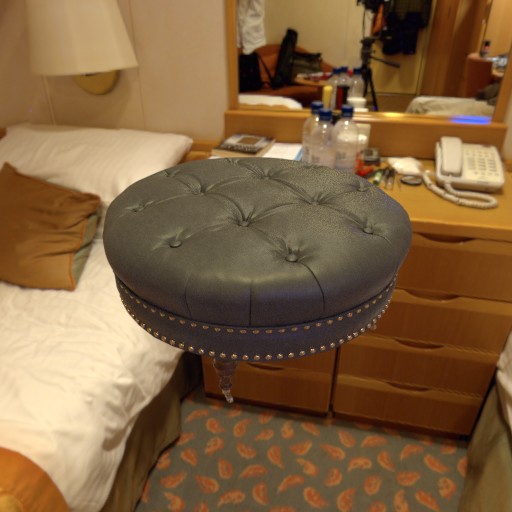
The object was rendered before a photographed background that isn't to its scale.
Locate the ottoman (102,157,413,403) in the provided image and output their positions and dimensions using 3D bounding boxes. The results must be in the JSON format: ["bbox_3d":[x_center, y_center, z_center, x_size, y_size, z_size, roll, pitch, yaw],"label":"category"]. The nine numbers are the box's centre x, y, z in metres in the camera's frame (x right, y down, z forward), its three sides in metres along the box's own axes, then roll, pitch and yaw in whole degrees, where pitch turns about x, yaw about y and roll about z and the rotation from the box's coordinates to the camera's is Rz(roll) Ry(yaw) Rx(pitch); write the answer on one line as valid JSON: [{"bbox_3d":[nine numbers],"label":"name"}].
[{"bbox_3d":[0.000,0.000,1.394,0.901,0.439,0.901,0,30,0],"label":"ottoman"}]
